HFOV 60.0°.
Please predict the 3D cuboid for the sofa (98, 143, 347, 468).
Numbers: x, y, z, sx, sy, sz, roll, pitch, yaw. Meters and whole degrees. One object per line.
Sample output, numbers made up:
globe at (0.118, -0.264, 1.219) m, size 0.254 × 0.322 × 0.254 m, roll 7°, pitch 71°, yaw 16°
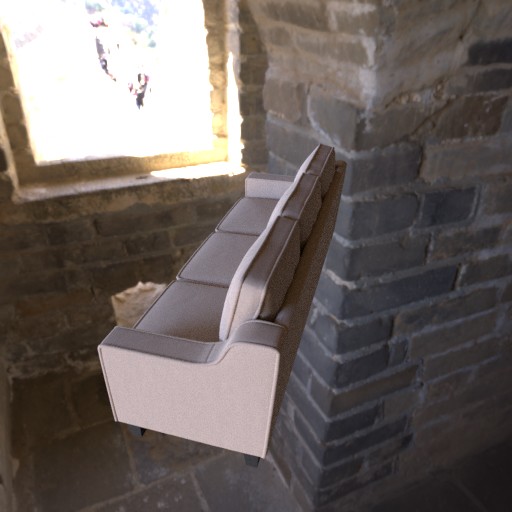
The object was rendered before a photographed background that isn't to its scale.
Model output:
sofa at (0.000, 0.000, 2.627) m, size 0.791 × 0.902 × 2.131 m, roll 8°, pitch 31°, yaw 14°
